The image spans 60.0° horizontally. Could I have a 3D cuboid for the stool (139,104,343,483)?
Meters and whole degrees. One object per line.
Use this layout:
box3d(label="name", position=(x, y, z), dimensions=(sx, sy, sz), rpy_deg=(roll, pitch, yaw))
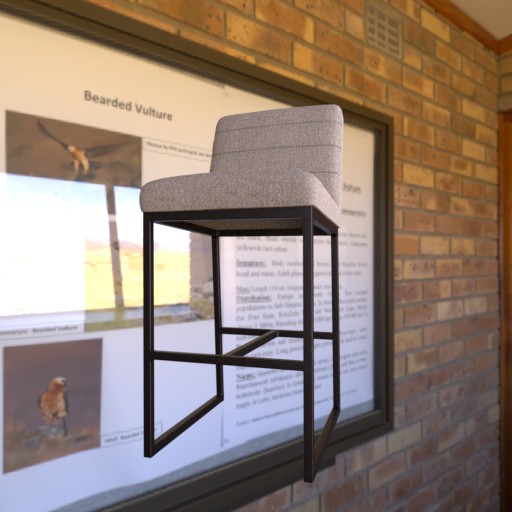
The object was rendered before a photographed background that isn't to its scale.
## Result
box3d(label="stool", position=(0.000, 0.000, 1.319), dimensions=(0.459, 1.034, 0.571), rpy_deg=(0, -1, 18))
